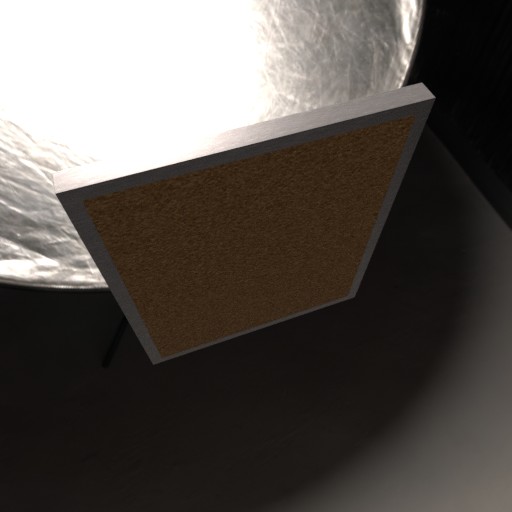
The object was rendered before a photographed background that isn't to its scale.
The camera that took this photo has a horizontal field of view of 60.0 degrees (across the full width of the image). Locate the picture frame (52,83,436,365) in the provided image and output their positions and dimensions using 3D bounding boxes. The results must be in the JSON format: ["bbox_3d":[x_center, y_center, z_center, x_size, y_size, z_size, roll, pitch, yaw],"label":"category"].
[{"bbox_3d":[0.000,0.000,0.525,0.327,0.378,0.027,-17,58,-11],"label":"picture frame"}]
